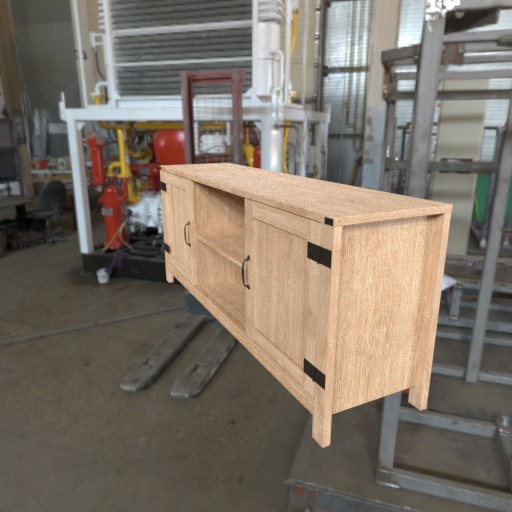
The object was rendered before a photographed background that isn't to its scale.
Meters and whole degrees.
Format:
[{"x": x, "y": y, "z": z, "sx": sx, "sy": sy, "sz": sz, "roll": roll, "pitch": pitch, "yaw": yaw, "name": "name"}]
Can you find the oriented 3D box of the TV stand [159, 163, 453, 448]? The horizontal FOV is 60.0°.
[{"x": 0.000, "y": 0.000, "z": 1.769, "sx": 0.398, "sy": 0.610, "sz": 1.466, "roll": -8, "pitch": 18, "yaw": -26, "name": "TV stand"}]
